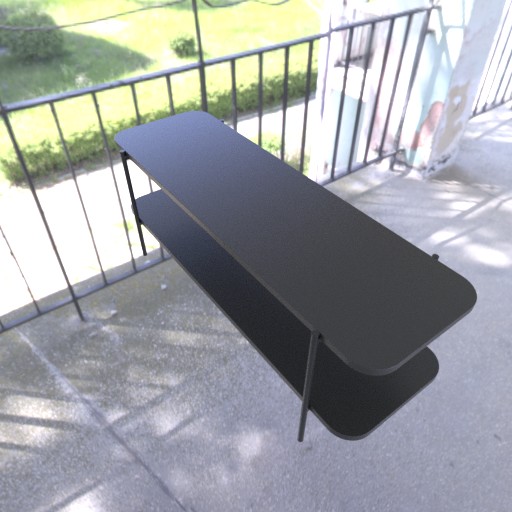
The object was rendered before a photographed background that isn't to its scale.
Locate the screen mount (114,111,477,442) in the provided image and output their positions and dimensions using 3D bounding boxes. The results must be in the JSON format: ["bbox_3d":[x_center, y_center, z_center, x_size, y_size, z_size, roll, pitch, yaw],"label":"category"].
[{"bbox_3d":[0.000,0.000,1.383,0.400,0.447,1.200,-26,48,-26],"label":"screen mount"}]
